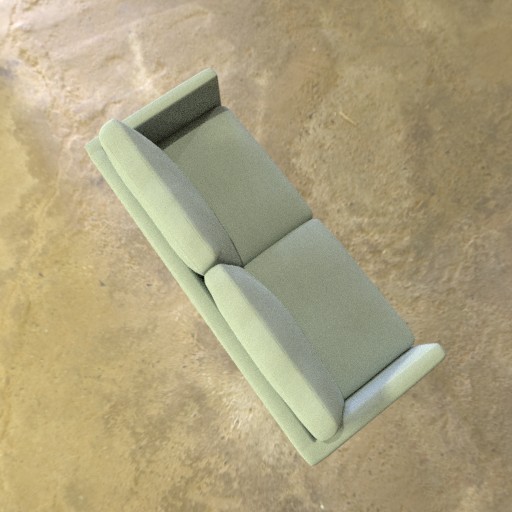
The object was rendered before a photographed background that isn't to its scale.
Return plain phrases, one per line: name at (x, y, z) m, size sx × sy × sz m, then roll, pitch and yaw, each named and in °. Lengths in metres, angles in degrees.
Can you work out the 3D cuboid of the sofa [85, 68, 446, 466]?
sofa at (0.000, 0.000, 2.728) m, size 0.951 × 0.965 × 2.208 m, roll -36°, pitch 78°, yaw -8°
